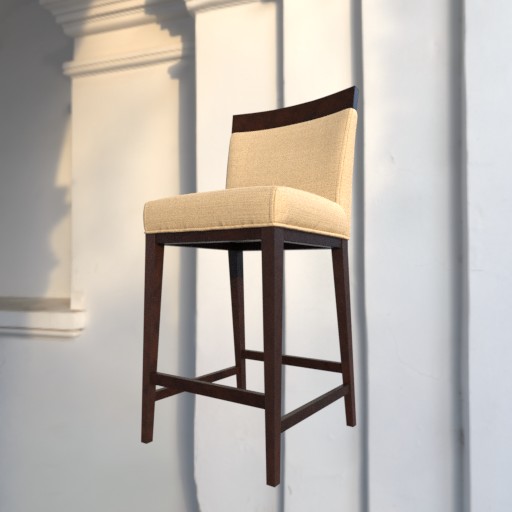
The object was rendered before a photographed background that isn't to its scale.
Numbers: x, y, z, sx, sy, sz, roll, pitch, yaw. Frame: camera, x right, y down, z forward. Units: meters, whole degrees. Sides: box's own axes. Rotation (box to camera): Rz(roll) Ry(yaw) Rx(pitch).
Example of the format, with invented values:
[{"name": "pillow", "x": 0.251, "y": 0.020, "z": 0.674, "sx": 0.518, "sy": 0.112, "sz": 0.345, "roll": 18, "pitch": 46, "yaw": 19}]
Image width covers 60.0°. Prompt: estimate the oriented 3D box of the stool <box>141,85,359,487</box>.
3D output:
[{"name": "stool", "x": 0.000, "y": 0.000, "z": 1.414, "sx": 0.511, "sy": 1.117, "sz": 0.531, "roll": -1, "pitch": -1, "yaw": 35}]
